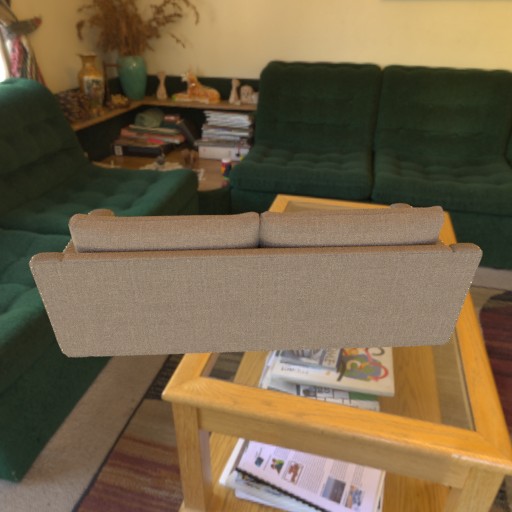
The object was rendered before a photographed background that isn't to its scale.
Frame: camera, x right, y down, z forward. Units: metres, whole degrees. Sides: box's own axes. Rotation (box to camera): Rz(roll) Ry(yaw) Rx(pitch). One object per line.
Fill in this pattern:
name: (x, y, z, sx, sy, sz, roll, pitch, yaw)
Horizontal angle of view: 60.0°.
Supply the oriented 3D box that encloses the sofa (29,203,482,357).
sofa: (0.000, 0.000, 2.706, 2.208, 0.857, 1.000, -1, 30, -2)
